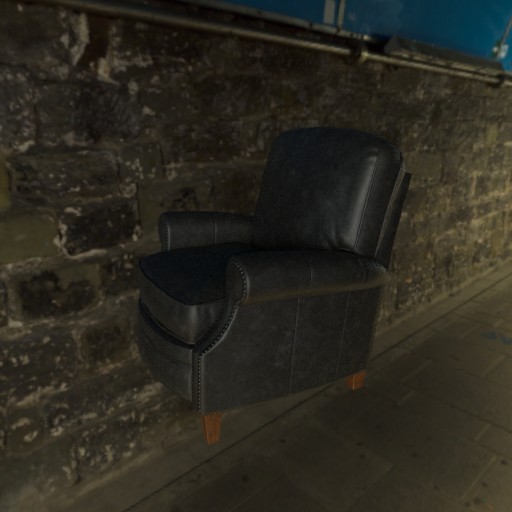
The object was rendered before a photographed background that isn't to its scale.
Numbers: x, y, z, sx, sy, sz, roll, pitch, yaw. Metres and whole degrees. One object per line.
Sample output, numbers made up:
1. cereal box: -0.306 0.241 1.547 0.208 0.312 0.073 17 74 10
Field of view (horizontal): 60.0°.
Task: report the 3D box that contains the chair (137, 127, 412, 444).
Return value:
1. chair: 0.000 0.000 1.822 0.986 1.018 0.936 -9 19 -27
